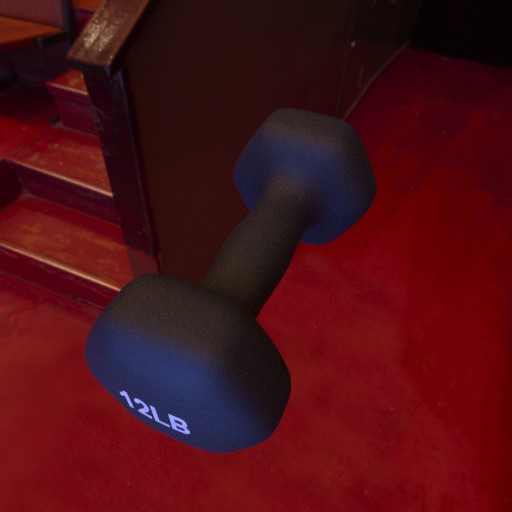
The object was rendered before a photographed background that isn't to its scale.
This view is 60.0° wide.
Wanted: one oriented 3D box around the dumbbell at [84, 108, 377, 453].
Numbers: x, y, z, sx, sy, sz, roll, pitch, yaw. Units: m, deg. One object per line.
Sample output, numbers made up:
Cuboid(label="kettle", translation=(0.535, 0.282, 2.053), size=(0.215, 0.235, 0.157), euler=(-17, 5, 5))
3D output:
Cuboid(label="dumbbell", translation=(0.000, 0.000, 0.285), size=(0.112, 0.101, 0.231), euler=(19, 49, 17))
